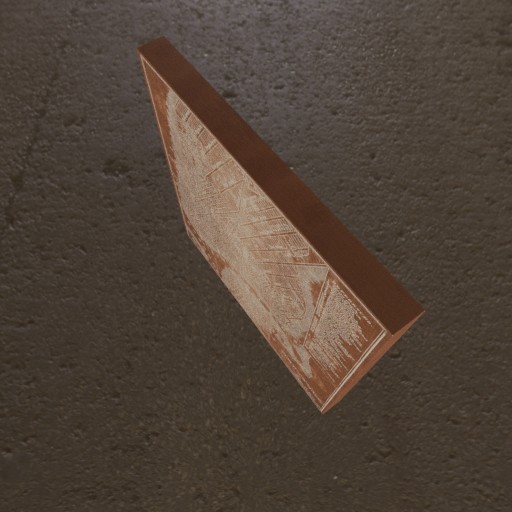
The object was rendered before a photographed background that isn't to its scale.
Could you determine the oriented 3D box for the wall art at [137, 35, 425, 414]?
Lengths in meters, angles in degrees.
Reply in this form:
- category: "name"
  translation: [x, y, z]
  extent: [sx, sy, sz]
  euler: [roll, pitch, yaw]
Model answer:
- category: "wall art"
  translation: [0.000, 0.000, 0.594]
  extent: [0.035, 0.403, 0.403]
  euler: [-33, 67, -16]
